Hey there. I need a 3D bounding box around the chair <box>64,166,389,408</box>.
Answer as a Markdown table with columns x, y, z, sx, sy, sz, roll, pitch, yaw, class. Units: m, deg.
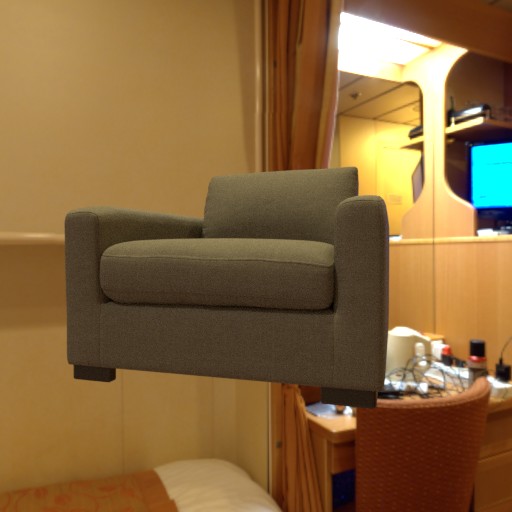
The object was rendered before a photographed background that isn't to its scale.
| x | y | z | sx | sy | sz | roll | pitch | yaw | class |
| --- | --- | --- | --- | --- | --- | --- | --- | --- | --- |
| 0.000 | 0.000 | 1.870 | 1.070 | 0.847 | 1.100 | 0 | 0 | 17 | chair |
